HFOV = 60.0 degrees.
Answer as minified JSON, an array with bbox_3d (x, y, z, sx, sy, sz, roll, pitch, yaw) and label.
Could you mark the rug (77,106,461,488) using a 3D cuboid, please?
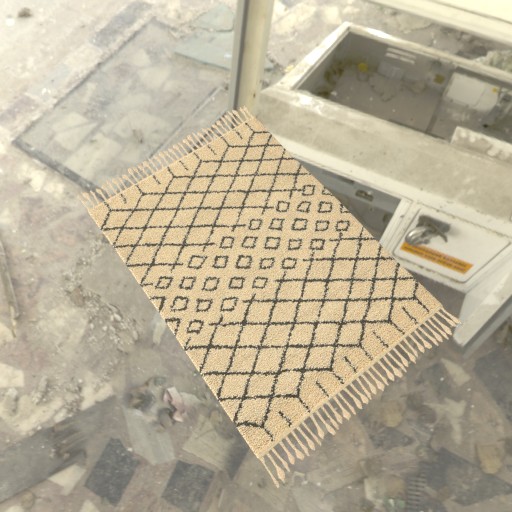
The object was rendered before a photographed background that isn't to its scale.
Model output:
[{"bbox_3d":[0.000,0.000,3.309,1.664,0.029,2.615,-34,68,-16],"label":"rug"}]
